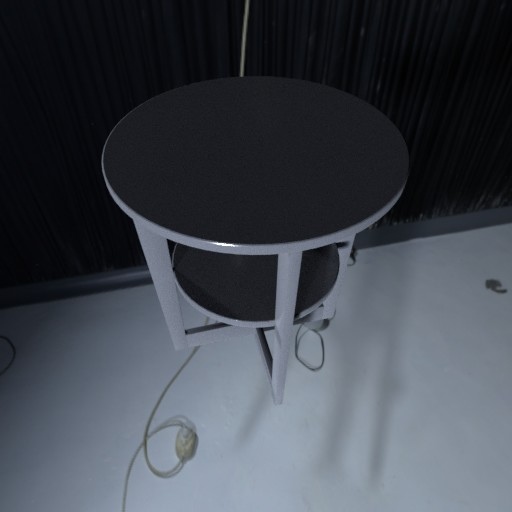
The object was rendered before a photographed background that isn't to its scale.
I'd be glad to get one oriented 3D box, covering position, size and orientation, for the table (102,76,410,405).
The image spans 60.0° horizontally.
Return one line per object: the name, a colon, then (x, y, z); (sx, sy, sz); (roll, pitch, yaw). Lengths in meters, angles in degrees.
table: (0.000, 0.000, 0.934); (0.500, 0.550, 0.500); (0, 46, 0)
